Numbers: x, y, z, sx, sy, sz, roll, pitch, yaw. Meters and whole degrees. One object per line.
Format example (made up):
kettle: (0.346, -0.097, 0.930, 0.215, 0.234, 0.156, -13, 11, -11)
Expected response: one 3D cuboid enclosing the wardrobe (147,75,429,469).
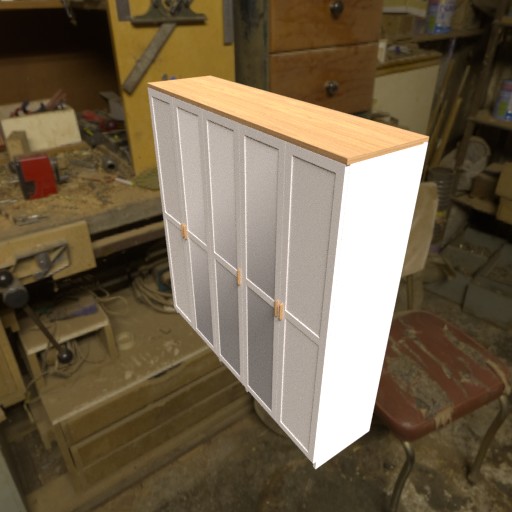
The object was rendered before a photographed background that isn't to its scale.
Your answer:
wardrobe: (0.000, 0.000, 3.406, 0.590, 2.260, 2.160, -20, 37, -30)
